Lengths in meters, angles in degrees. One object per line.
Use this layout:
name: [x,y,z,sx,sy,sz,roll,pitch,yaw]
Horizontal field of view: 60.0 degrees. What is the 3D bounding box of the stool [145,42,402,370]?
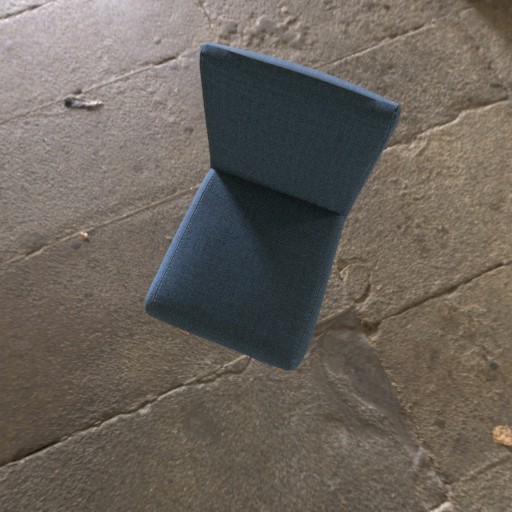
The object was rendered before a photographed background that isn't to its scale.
stool: [0.000,0.000,1.321,0.454,1.039,0.567,20,76,5]
